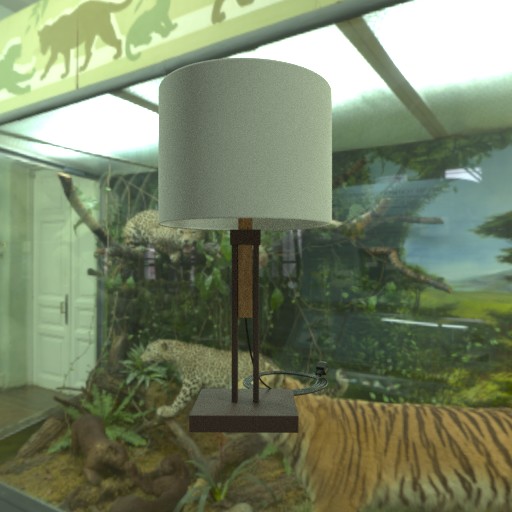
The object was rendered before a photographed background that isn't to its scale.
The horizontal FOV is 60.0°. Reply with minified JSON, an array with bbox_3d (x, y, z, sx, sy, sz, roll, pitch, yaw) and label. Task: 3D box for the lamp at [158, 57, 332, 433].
[{"bbox_3d":[0.000,0.000,1.008,0.396,0.668,0.525,0,0,1],"label":"lamp"}]
